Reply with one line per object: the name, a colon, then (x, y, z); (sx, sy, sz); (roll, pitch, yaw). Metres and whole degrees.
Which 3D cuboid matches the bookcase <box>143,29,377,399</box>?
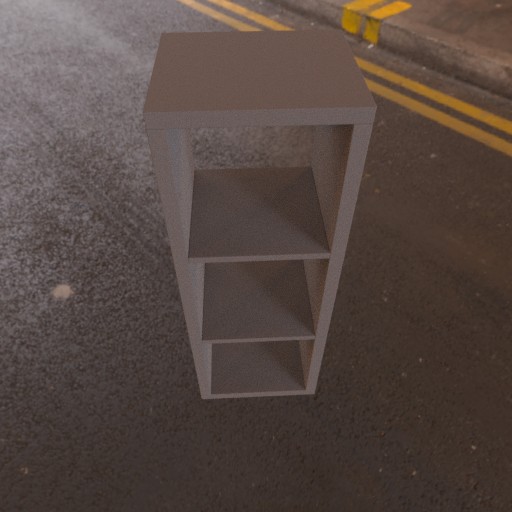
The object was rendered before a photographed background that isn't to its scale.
bookcase: (0.000, 0.000, 1.245); (0.390, 1.080, 0.330); (-2, 48, -2)
